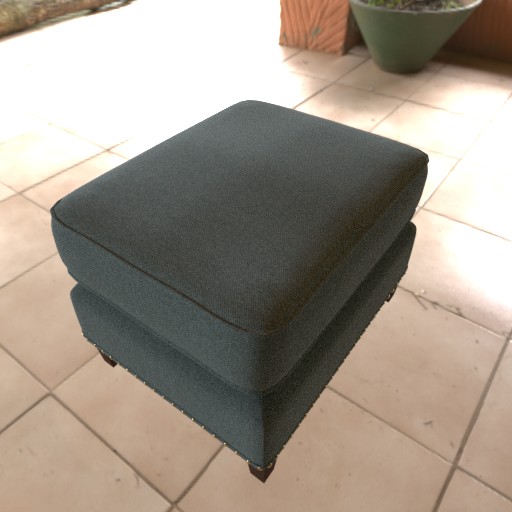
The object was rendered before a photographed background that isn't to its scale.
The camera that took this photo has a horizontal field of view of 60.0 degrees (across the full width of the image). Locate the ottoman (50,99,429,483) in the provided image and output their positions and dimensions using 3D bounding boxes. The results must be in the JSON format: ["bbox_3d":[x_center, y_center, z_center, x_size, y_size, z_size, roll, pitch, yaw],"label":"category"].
[{"bbox_3d":[0.000,0.000,1.110,0.589,0.537,0.738,26,49,26],"label":"ottoman"}]
